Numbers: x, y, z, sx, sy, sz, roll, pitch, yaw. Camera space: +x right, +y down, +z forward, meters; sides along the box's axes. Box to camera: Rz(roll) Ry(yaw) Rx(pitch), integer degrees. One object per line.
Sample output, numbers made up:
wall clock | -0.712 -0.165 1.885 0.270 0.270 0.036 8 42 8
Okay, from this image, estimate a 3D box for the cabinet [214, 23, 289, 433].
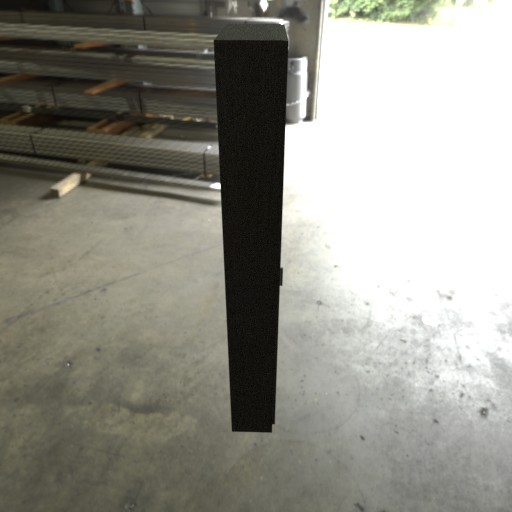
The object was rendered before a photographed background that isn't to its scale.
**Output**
cabinet | 0.000 0.000 1.967 0.230 1.790 0.500 1 32 1
